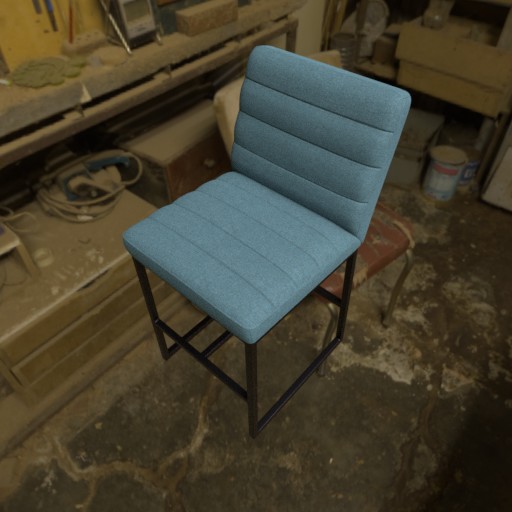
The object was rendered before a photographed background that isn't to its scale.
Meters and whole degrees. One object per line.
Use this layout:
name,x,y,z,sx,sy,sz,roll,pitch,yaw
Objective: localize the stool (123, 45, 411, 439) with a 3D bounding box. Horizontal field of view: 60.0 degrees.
stool,0.000,0.000,1.272,0.460,0.940,0.560,32,54,28
